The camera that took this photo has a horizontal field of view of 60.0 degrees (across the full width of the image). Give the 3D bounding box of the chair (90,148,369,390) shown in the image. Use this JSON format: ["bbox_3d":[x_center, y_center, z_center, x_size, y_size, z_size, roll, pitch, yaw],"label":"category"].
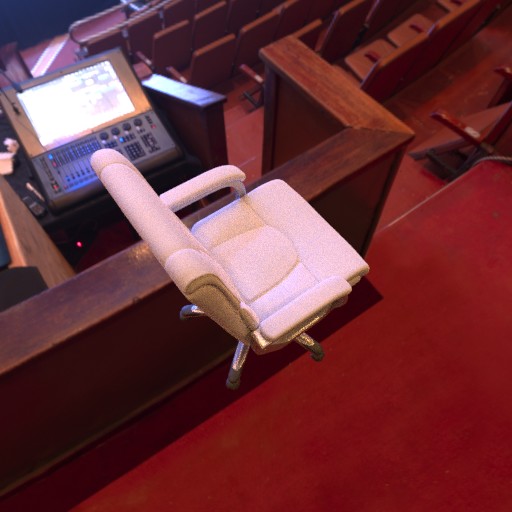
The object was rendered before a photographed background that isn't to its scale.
[{"bbox_3d":[0.000,0.000,1.598,0.738,1.120,0.687,-32,64,-18],"label":"chair"}]
